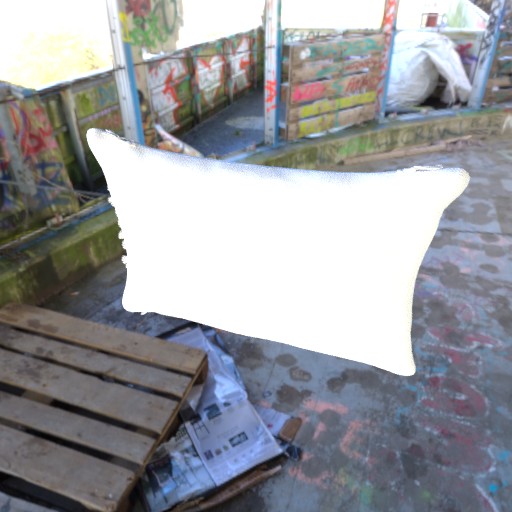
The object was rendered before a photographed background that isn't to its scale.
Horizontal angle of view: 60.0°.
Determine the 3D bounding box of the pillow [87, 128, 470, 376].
[{"bbox_3d":[0.000,0.000,0.595,0.466,0.305,0.084,10,33,15],"label":"pillow"}]
